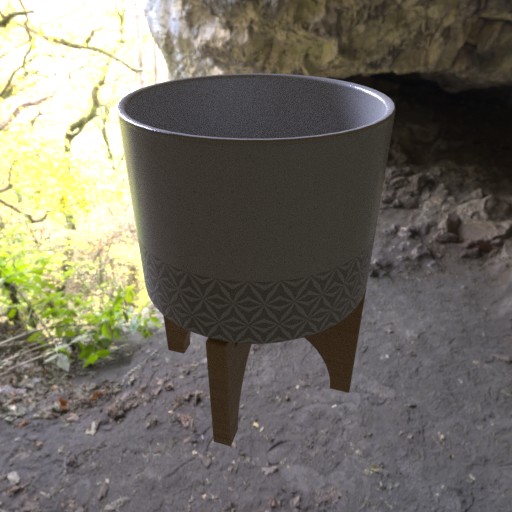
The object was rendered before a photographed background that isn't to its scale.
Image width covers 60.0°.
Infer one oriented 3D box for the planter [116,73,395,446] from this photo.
[{"bbox_3d":[0.000,0.000,0.378,0.188,0.260,0.188,0,32,0],"label":"planter"}]
